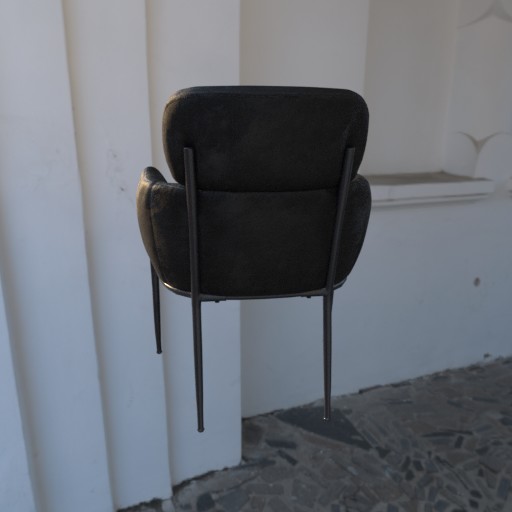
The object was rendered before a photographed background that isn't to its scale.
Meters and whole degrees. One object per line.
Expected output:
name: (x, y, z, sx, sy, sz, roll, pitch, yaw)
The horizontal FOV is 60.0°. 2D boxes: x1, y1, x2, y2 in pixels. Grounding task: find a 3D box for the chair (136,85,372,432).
chair: (0.000, 0.000, 1.228, 0.640, 0.818, 0.604, -2, 14, -8)
